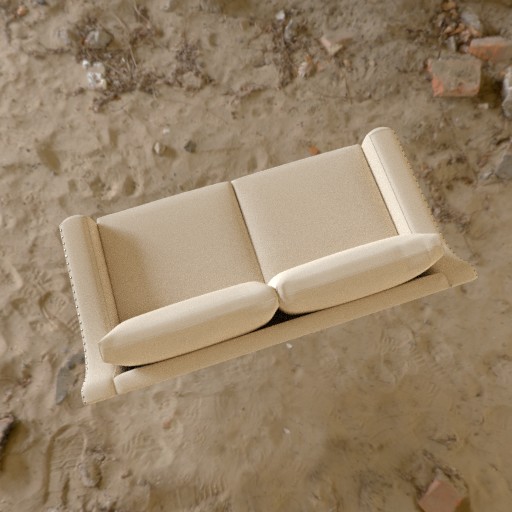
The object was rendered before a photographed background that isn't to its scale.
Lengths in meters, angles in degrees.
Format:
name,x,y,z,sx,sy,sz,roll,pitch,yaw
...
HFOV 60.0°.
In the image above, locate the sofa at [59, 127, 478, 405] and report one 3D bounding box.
name,x,y,z,sx,sy,sz,roll,pitch,yaw
sofa,0.000,0.000,2.302,1.812,0.830,0.949,-17,75,-5
